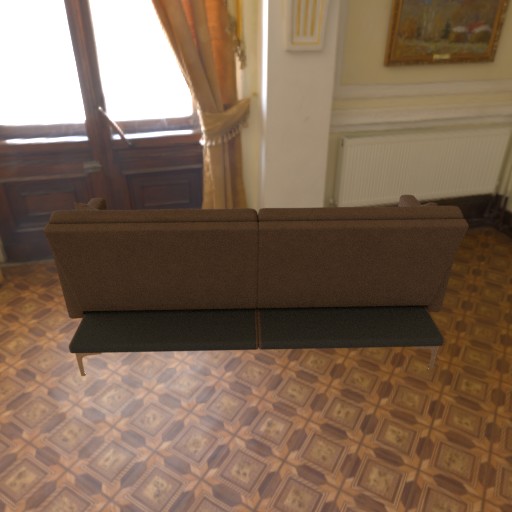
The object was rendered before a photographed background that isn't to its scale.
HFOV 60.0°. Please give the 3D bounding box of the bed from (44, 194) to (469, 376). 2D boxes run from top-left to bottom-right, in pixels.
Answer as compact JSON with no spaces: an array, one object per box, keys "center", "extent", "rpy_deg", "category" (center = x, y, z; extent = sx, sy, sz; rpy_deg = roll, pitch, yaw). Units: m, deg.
[{"center":[0.000,0.000,2.299],"extent":[1.905,0.787,0.889],"rpy_deg":[-1,30,-1],"category":"bed"}]
